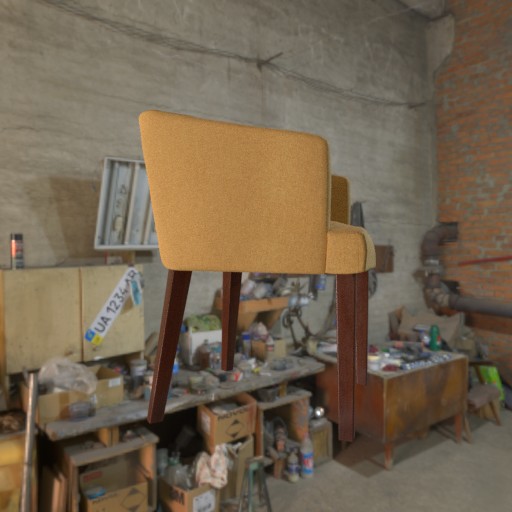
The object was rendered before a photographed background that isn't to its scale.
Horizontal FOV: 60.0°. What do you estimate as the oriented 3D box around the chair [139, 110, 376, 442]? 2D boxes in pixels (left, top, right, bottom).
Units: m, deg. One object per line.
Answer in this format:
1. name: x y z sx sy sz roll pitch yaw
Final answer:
1. chair: 0.000 0.000 1.280 0.655 0.811 0.583 0 0 17
